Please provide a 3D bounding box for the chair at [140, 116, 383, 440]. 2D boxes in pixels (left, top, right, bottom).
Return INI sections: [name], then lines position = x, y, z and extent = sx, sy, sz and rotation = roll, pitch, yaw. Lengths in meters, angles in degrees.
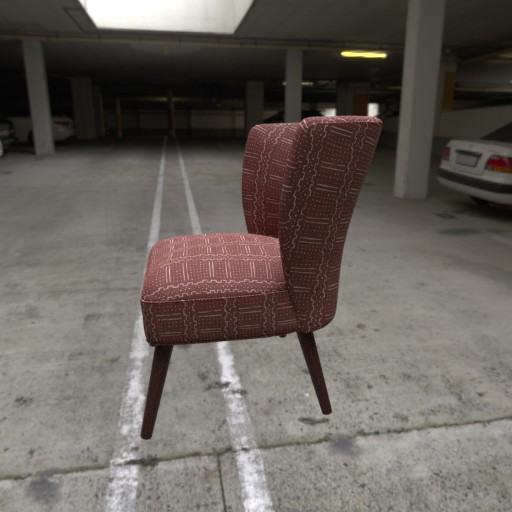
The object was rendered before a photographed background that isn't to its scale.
[chair]
position = 0.000, 0.000, 1.452
extent = 0.758, 0.866, 0.706
rotation = -3, 15, -10
